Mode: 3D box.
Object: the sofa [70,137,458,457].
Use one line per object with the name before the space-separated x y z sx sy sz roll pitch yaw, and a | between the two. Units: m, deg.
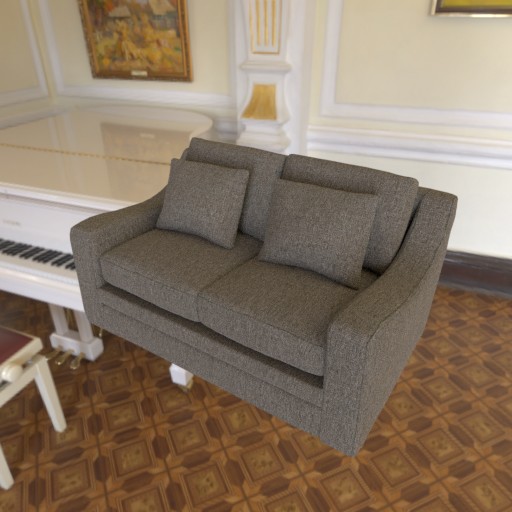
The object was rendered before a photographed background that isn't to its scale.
sofa | 0.000 0.000 2.416 1.778 0.991 1.120 18 33 29
